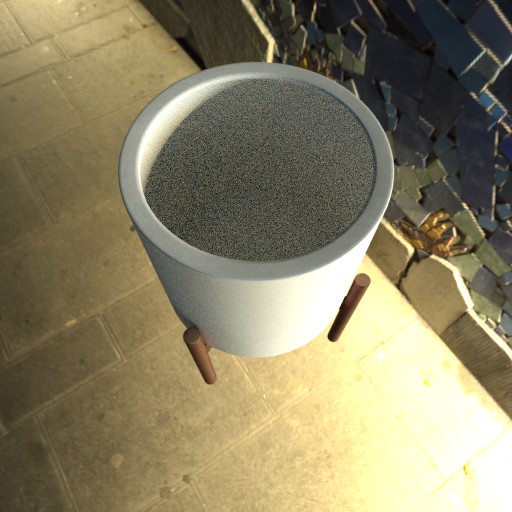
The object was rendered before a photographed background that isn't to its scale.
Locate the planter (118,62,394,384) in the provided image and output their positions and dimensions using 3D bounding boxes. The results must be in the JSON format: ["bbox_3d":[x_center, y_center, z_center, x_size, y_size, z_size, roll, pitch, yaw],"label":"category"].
[{"bbox_3d":[0.000,0.000,0.973,0.417,0.670,0.417,-17,64,-8],"label":"planter"}]
